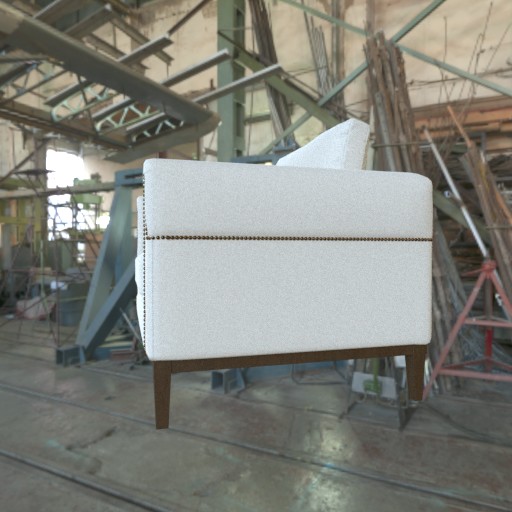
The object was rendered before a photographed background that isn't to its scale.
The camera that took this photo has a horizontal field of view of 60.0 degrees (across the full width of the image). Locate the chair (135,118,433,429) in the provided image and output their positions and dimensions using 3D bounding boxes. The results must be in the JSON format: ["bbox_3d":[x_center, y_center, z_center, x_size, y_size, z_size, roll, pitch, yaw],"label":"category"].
[{"bbox_3d":[0.000,0.000,1.721,0.896,0.915,0.982,0,1,-16],"label":"chair"}]
